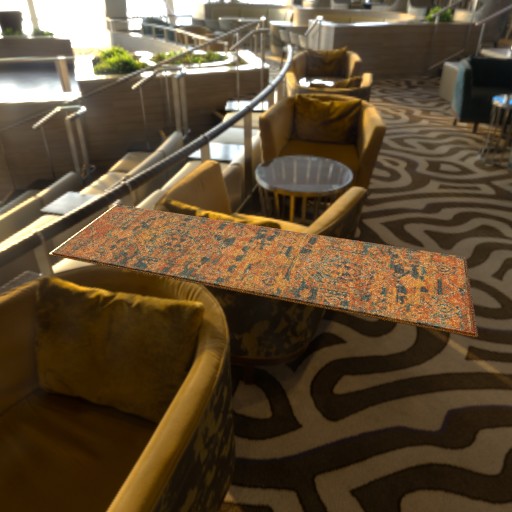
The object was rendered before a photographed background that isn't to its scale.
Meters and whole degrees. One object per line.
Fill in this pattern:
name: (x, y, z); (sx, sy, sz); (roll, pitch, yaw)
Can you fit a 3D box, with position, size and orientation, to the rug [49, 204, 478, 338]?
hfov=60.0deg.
rug: (0.000, 0.000, 2.019); (1.820, 0.013, 0.556); (10, 33, 15)
